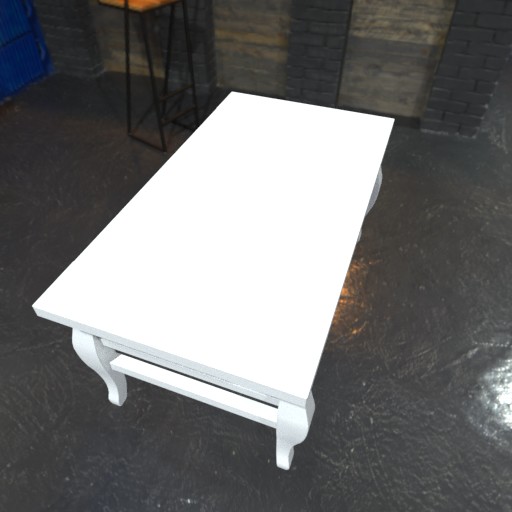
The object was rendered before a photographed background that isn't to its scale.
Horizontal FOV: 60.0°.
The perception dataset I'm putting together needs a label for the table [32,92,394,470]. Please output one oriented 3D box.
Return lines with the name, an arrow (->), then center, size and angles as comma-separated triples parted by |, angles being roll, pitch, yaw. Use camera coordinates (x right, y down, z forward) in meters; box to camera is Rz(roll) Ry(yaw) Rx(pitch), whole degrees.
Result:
table -> 0.000, 0.000, 1.362 | 0.600, 0.495, 1.062 | 15, 47, 14
